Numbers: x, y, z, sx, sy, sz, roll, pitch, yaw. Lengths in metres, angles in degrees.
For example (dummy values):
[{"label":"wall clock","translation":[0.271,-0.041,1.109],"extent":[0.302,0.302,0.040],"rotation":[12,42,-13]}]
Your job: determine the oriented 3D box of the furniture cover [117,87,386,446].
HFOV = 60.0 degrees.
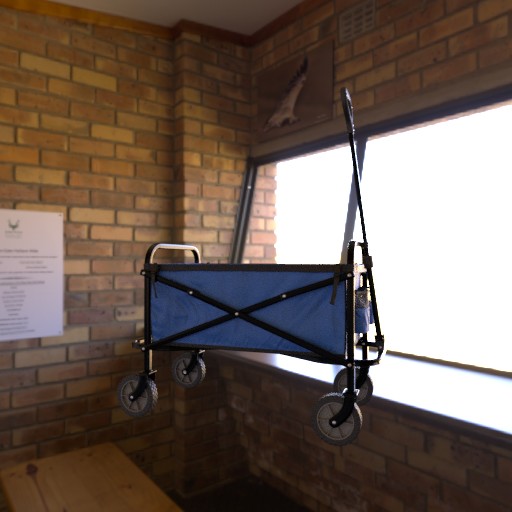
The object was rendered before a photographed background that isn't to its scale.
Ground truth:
[{"label":"furniture cover","translation":[0.000,0.000,1.853],"extent":[1.038,1.295,0.532],"rotation":[0,-1,20]}]
